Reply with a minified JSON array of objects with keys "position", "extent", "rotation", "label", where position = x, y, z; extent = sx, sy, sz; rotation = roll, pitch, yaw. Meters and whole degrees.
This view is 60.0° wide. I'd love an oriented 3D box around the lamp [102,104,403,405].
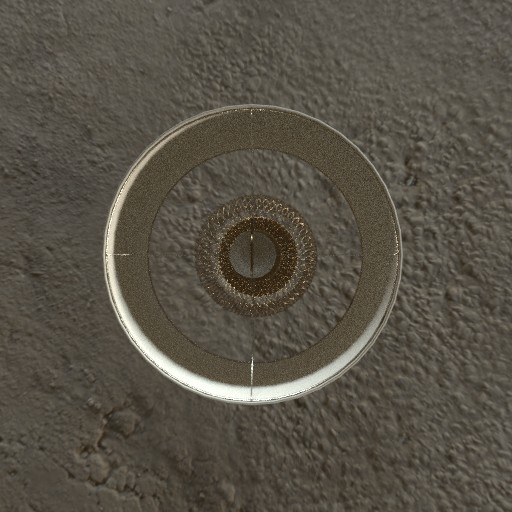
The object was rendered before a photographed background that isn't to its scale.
[{"position":[0.000,0.000,0.807],"extent":[0.353,0.578,0.353],"rotation":[0,90,1],"label":"lamp"}]
